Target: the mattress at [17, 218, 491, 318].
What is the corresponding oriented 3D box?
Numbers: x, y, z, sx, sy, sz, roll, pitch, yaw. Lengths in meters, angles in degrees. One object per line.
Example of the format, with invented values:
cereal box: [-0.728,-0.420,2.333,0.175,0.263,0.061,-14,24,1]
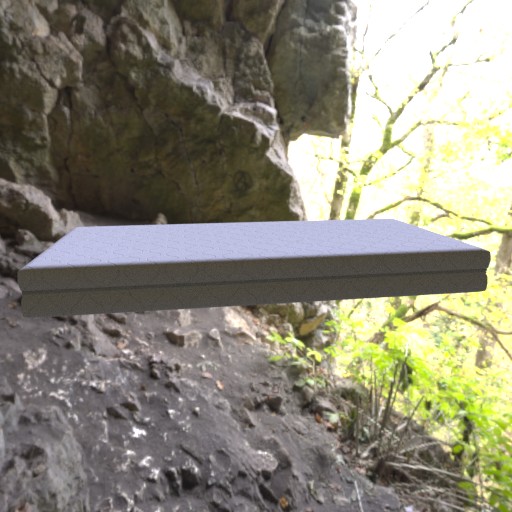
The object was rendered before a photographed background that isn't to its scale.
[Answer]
mattress: [0.000,0.000,2.193,1.900,0.200,0.900,-2,14,-9]
